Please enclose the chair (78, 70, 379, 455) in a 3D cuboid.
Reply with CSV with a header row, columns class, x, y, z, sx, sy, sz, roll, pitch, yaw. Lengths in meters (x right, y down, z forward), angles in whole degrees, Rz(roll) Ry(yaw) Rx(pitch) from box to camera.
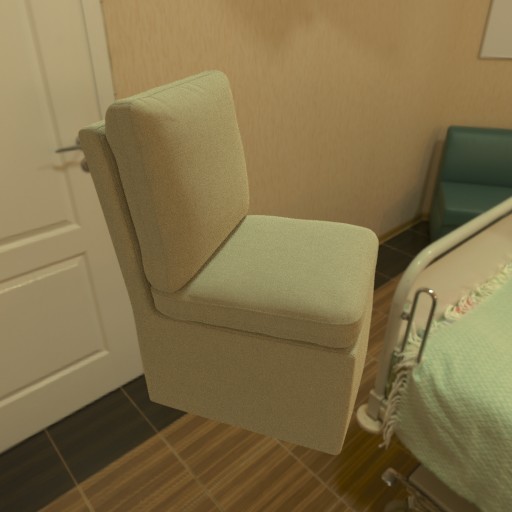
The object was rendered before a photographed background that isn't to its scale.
class,x,y,z,sx,sy,sz,roll,pitch,yaw
chair,0.000,0.000,1.284,0.698,0.927,0.503,10,32,16
